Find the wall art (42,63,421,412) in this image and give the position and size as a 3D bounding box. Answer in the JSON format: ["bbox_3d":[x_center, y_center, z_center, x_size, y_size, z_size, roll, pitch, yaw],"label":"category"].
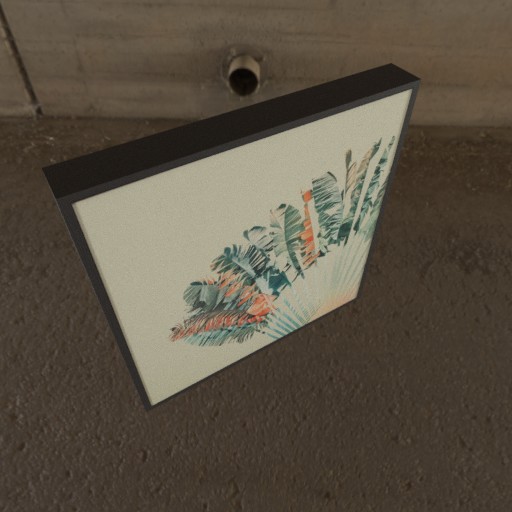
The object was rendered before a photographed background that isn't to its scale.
[{"bbox_3d":[0.000,0.000,0.438,0.302,0.300,0.036,-24,51,-21],"label":"wall art"}]
